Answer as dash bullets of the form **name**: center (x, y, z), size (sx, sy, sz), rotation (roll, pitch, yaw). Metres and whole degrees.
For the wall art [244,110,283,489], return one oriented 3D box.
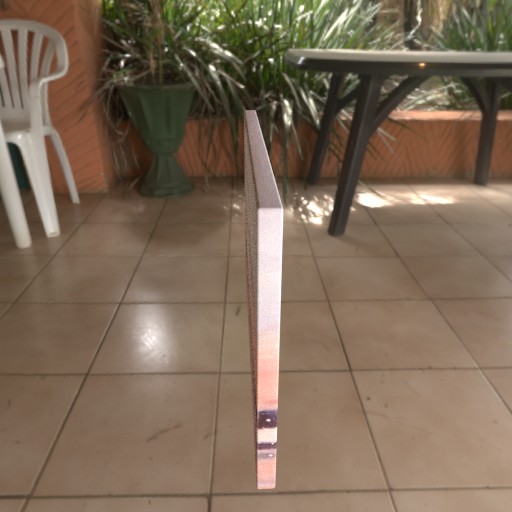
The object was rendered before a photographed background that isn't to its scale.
- **wall art**: center (0.000, 0.000, 1.176), size (0.038, 0.609, 0.913), rotation (-1, 27, -2)
